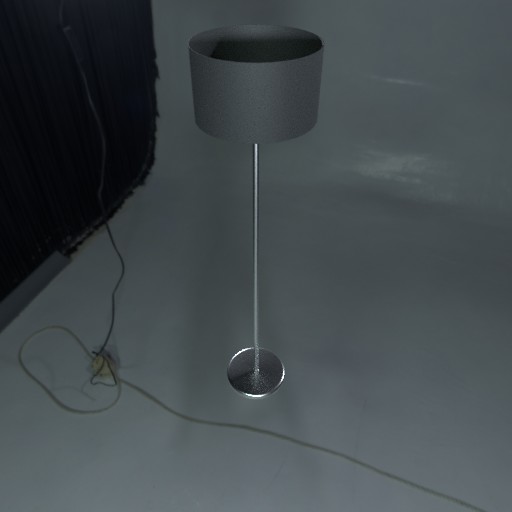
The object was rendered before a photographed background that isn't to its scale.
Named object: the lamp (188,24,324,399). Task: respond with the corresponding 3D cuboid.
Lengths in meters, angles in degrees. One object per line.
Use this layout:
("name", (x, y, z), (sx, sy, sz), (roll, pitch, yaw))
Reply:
("lamp", (0.000, 0.000, 1.603), (0.348, 1.443, 0.348), (11, 42, 12))
